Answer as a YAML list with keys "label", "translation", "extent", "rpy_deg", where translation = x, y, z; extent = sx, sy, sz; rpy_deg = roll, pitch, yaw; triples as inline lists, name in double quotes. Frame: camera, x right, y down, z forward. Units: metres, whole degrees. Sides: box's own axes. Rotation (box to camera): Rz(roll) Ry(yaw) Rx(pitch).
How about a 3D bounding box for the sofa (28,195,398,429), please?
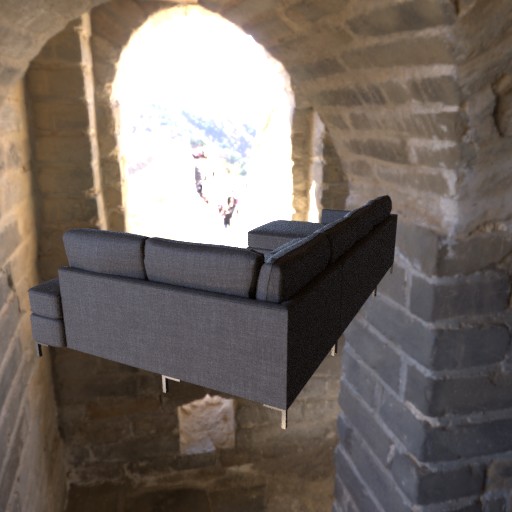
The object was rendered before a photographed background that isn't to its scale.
- label: "sofa"
  translation: [0.000, 0.000, 4.245]
  extent: [2.048, 0.999, 3.423]
  rpy_deg: [7, 17, 25]
